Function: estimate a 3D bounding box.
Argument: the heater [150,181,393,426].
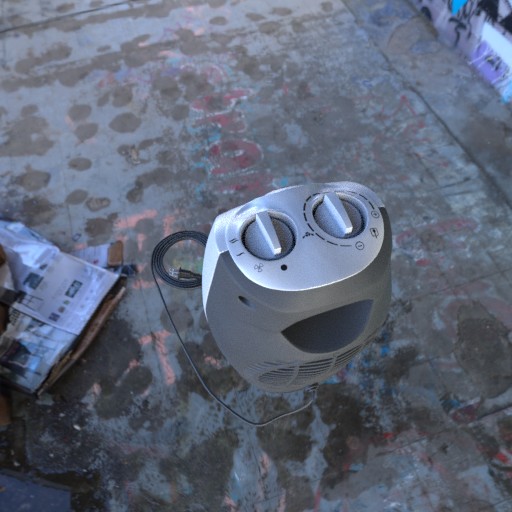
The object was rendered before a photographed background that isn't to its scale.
[{"bbox_3d":[0.000,0.000,0.480,0.239,0.240,0.291,-16,59,-10],"label":"heater"}]
